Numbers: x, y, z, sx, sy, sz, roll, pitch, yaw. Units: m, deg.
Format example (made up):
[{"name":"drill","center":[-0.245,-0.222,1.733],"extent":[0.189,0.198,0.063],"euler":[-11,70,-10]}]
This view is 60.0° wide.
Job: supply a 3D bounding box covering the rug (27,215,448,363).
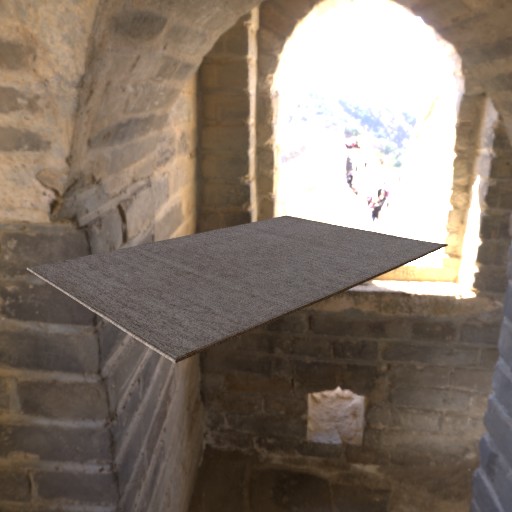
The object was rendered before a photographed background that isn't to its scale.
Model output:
[{"name":"rug","center":[0.000,0.000,2.274],"extent":[1.822,0.018,1.211],"euler":[-15,22,-42]}]
